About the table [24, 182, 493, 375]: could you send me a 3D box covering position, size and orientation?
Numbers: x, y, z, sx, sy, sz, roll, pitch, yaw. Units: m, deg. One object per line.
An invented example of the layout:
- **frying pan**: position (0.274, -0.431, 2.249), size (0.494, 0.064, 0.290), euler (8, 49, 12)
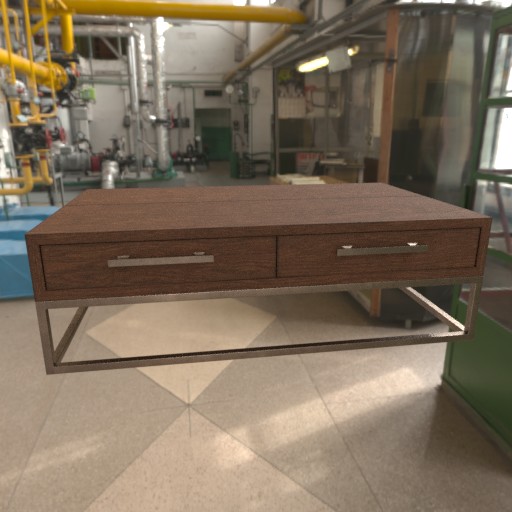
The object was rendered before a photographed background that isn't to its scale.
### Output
- **table**: position (0.000, 0.000, 1.459), size (1.167, 0.361, 0.719), euler (-3, 17, -9)
